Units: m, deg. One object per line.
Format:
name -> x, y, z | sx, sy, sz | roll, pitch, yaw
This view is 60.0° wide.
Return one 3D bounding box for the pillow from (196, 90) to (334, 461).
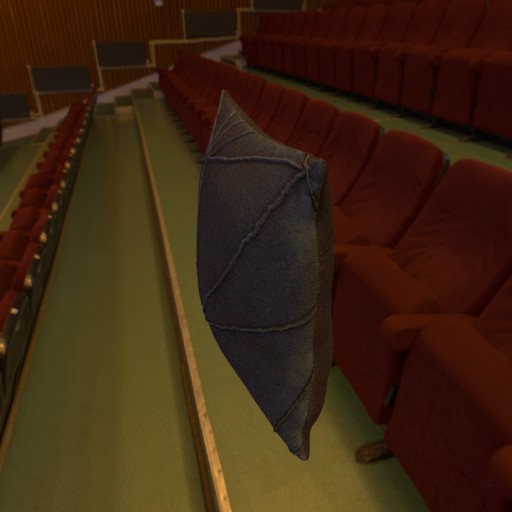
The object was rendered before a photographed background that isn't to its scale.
pillow -> 0.000, 0.000, 0.695 | 0.183, 0.440, 0.439 | -8, 29, -14
